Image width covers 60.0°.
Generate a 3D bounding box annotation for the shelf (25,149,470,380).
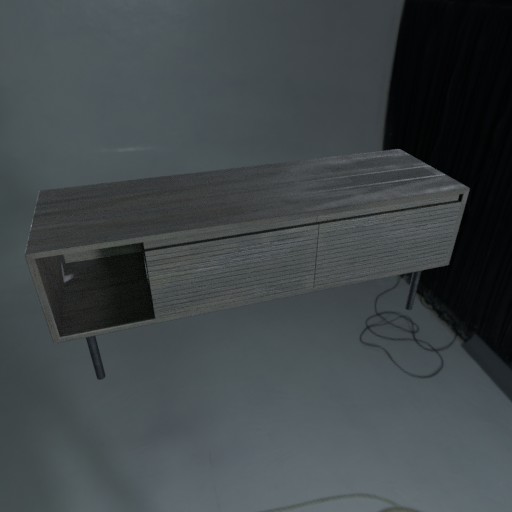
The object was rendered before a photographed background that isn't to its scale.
[{"bbox_3d":[0.000,0.000,1.526,1.300,0.495,0.400,-10,34,-15],"label":"shelf"}]
